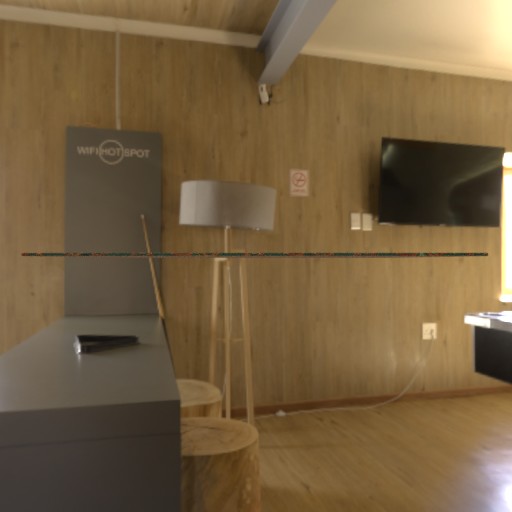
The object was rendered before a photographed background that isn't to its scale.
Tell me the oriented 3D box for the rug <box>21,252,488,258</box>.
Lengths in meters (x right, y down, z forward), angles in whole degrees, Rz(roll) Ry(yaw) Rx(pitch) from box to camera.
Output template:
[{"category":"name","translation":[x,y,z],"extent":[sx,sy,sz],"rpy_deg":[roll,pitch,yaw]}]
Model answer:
[{"category":"rug","translation":[0.000,0.000,4.242],"extent":[3.204,0.025,2.434],"rpy_deg":[0,0,1]}]
